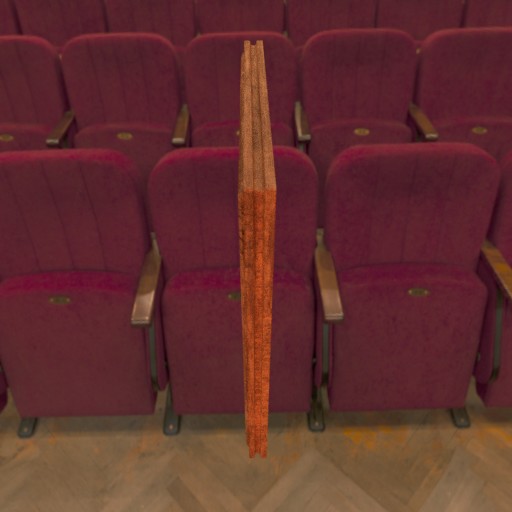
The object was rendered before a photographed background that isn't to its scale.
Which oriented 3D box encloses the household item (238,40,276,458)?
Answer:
[{"bbox_3d":[0.000,0.000,0.319,0.018,0.237,0.186,-1,42,-1],"label":"household item"}]
